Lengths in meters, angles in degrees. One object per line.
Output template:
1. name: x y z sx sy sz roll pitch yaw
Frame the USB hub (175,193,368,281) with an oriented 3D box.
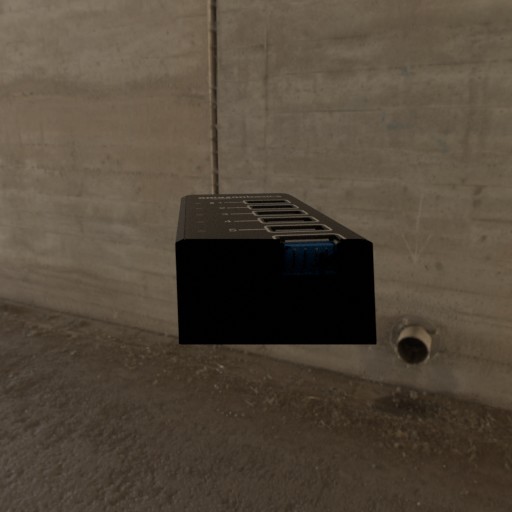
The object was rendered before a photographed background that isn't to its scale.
1. USB hub: 0.000 0.000 0.130 0.044 0.023 0.110 -2 15 -8
